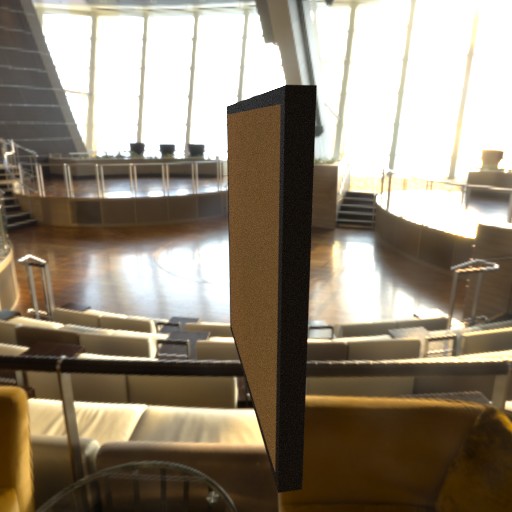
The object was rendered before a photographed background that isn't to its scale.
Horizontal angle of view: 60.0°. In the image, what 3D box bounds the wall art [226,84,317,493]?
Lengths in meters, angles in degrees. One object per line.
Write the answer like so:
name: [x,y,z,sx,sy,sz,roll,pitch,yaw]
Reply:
wall art: [0.000,0.000,0.759,0.033,0.507,0.508,-3,17,-10]
